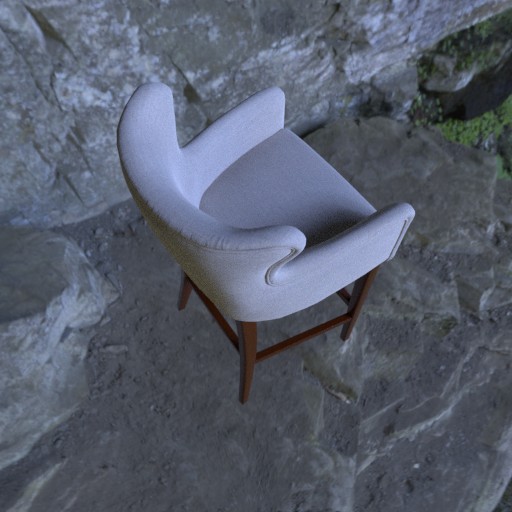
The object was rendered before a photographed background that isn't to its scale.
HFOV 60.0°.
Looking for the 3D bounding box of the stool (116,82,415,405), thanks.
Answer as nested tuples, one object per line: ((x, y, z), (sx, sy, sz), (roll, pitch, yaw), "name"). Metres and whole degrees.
((0.000, 0.000, 1.351), (0.563, 1.034, 0.556), (-31, 64, -17), "stool")
